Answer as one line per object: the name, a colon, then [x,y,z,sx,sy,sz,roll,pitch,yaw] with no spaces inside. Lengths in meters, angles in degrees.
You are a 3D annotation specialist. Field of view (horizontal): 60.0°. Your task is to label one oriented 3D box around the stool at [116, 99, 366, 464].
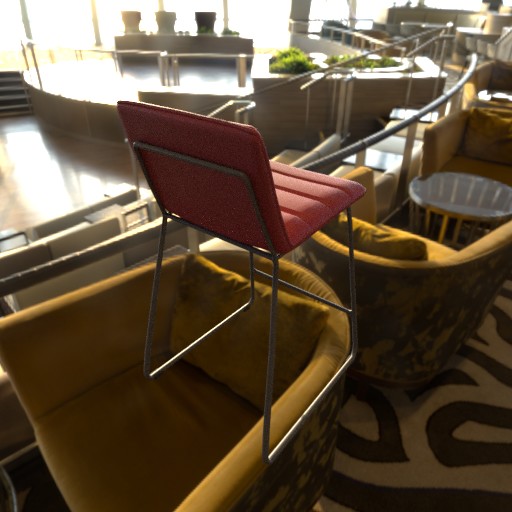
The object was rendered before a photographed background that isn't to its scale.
stool: [0.000,0.000,1.212,0.489,0.866,0.524,22,38,32]
